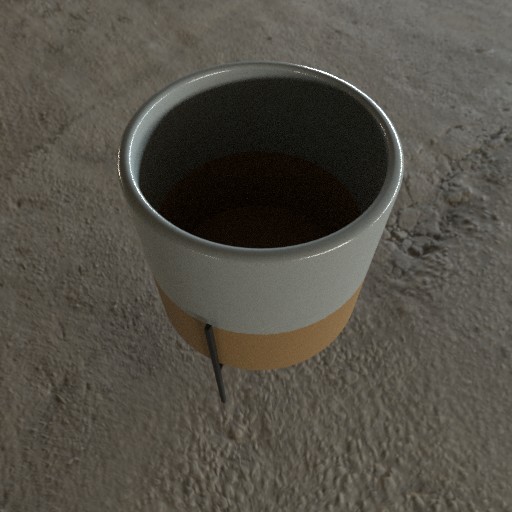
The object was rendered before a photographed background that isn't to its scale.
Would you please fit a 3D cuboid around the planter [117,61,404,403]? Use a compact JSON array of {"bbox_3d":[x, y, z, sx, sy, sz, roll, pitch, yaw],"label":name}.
[{"bbox_3d":[0.000,0.000,0.645,0.310,0.432,0.310,32,62,19],"label":"planter"}]
